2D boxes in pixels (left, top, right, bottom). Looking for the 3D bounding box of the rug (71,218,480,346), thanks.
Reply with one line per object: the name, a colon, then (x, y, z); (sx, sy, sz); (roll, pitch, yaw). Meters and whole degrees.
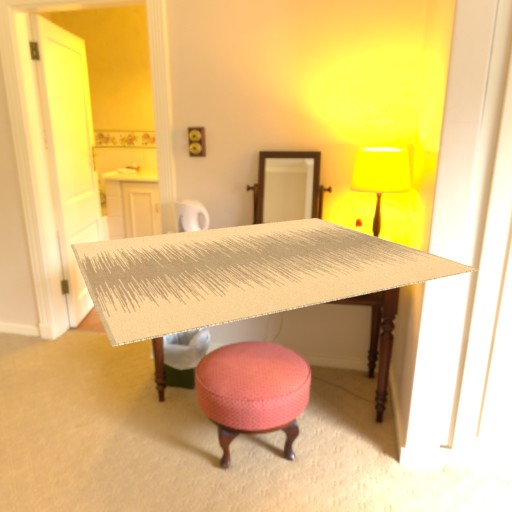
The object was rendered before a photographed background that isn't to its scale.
rug: (0.000, 0.000, 4.147); (3.037, 0.010, 2.453); (-8, 18, -26)
